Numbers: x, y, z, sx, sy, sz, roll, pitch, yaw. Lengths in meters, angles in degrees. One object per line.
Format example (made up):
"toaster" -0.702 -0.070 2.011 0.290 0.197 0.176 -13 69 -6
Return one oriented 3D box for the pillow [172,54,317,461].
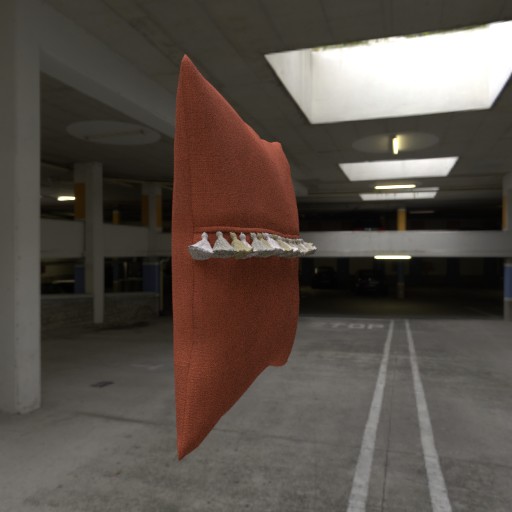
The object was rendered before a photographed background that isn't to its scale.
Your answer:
"pillow" 0.000 0.000 0.745 0.165 0.482 0.490 0 1 18
